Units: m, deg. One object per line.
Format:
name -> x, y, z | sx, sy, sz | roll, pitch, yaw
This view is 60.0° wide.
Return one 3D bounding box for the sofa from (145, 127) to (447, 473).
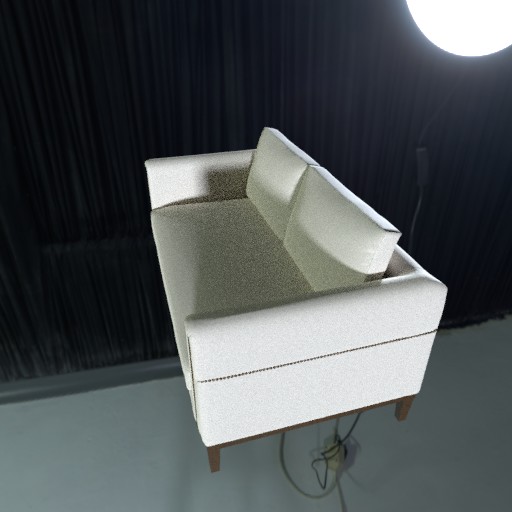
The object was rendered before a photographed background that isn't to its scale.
sofa -> 0.000, 0.000, 2.152 | 0.905, 0.873, 1.598 | -9, 33, -14
